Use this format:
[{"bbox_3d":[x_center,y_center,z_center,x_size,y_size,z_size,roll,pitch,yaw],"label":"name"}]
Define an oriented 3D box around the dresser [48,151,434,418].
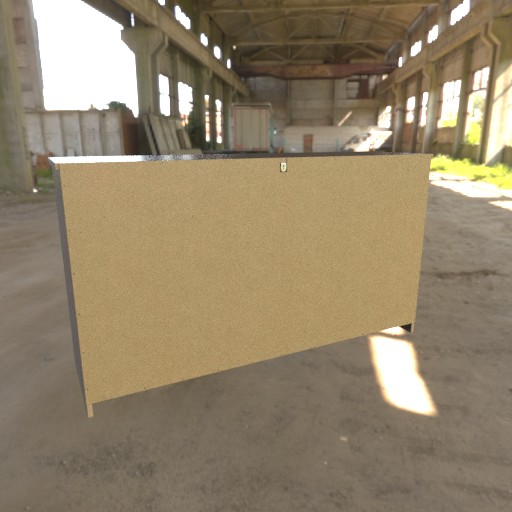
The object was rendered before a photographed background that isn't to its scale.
[{"bbox_3d":[0.000,0.000,1.703,1.360,0.755,0.401,-8,17,-26],"label":"dresser"}]
